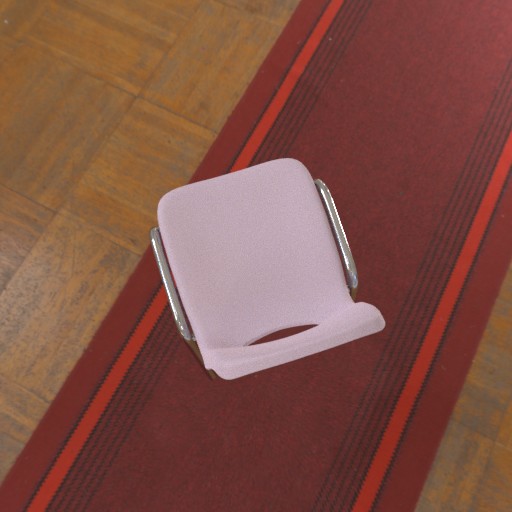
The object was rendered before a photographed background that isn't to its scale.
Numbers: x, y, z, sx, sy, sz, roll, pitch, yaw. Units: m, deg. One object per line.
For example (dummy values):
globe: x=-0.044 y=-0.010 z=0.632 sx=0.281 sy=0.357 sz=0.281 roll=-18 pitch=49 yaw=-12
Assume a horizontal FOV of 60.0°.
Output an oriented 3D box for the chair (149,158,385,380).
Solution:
chair: x=0.000 y=0.000 z=0.786 sx=0.354 sy=0.536 sz=0.385 roll=-17 pitch=76 yaw=-5
